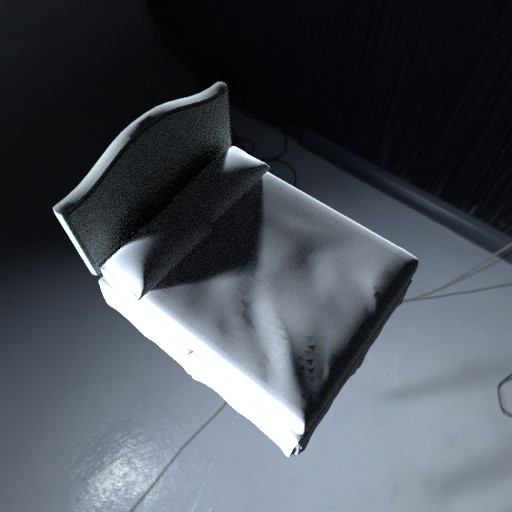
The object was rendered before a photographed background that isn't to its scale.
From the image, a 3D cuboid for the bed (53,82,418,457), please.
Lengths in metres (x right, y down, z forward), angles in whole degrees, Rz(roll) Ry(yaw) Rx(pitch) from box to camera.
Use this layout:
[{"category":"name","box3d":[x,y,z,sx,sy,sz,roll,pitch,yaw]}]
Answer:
[{"category":"bed","box3d":[0.000,0.000,3.478,2.180,1.607,1.813,33,63,19]}]
